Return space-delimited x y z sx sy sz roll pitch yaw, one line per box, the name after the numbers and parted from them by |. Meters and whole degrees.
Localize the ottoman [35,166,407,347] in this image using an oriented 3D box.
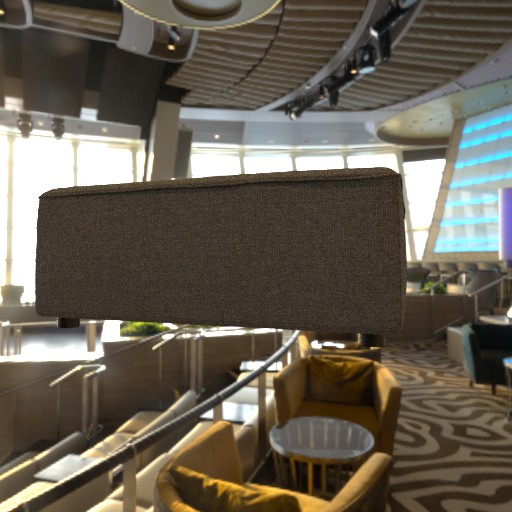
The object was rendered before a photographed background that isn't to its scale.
0.000 0.000 1.571 1.017 0.423 1.023 0 -1 20 | ottoman
